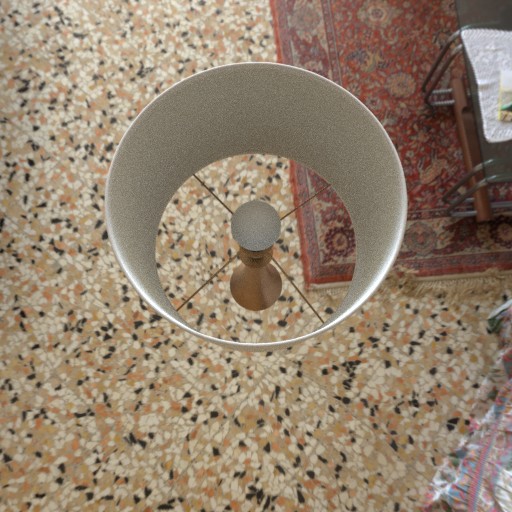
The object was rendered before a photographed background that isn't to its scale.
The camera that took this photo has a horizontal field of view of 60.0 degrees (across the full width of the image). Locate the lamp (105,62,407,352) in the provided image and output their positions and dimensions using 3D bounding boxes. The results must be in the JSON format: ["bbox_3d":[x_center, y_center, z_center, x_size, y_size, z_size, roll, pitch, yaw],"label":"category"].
[{"bbox_3d":[0.000,0.000,0.624,0.268,0.479,0.268,-40,80,-9],"label":"lamp"}]
